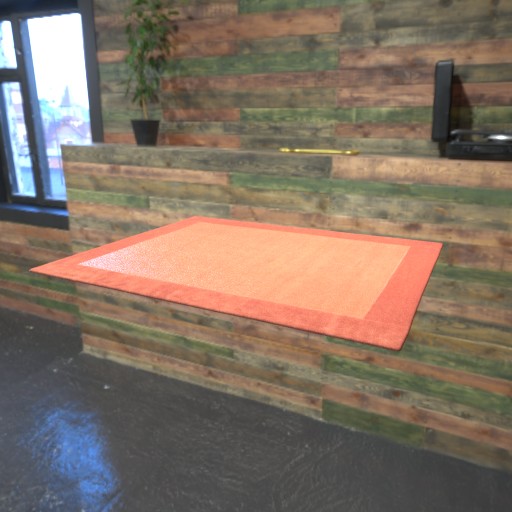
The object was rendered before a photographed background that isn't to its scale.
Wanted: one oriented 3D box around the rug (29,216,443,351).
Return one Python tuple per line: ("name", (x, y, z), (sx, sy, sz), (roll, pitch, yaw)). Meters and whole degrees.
("rug", (0.000, 0.000, 4.035), (2.976, 0.018, 2.430), (8, 19, 25))
